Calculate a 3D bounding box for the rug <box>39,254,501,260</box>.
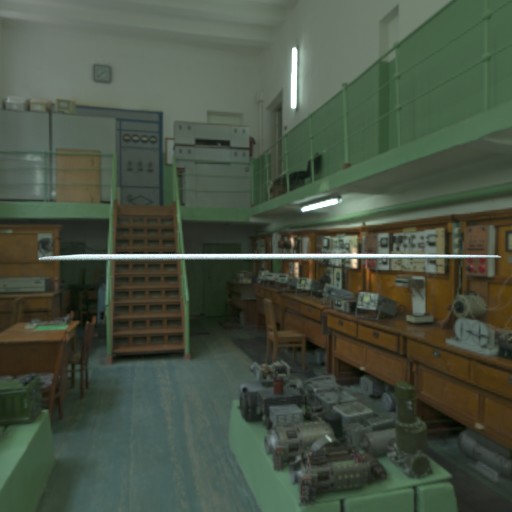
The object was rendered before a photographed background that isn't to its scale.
[{"bbox_3d":[0.000,0.000,2.769,2.202,0.014,1.598,0,1,-17],"label":"rug"}]
